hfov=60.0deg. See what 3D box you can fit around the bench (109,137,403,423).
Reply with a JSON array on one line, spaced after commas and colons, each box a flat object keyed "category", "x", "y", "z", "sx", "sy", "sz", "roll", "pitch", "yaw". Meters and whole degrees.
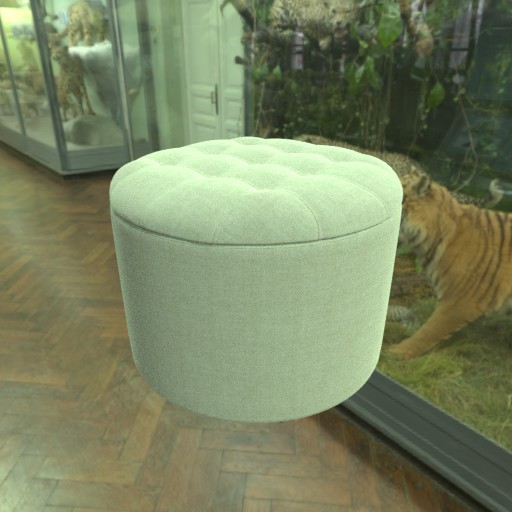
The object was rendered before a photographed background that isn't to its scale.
[{"category": "bench", "x": 0.000, "y": 0.000, "z": 1.010, "sx": 0.600, "sy": 0.453, "sz": 0.600, "roll": 0, "pitch": 26, "yaw": 0}]
